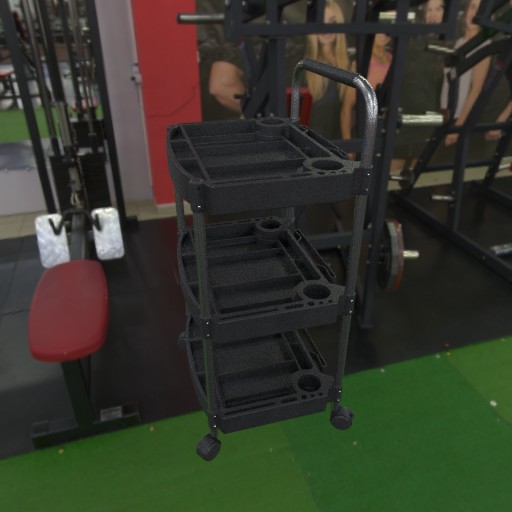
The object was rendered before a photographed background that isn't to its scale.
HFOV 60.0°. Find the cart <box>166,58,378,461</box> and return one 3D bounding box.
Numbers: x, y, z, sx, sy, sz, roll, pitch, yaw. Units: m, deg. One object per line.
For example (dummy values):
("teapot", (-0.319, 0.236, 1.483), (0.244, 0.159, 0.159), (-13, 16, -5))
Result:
("cart", (0.000, 0.000, 1.364), (0.518, 1.075, 0.584), (-8, 31, -13))
